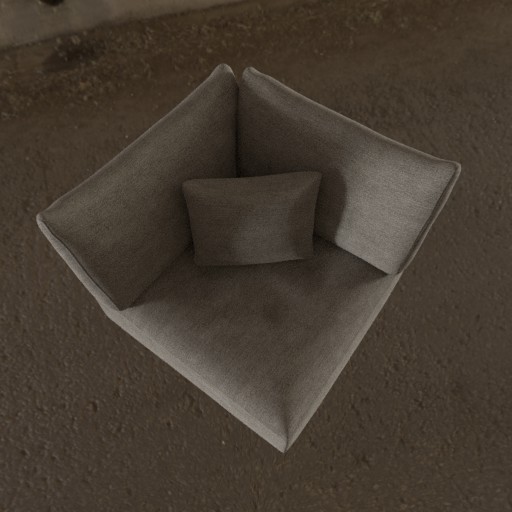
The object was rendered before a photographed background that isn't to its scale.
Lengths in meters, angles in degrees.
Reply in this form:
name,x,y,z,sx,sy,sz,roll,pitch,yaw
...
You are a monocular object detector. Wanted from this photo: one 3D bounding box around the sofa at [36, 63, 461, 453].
name,x,y,z,sx,sy,sz,roll,pitch,yaw
sofa,0.000,0.000,1.733,1.000,0.820,1.000,32,64,18
